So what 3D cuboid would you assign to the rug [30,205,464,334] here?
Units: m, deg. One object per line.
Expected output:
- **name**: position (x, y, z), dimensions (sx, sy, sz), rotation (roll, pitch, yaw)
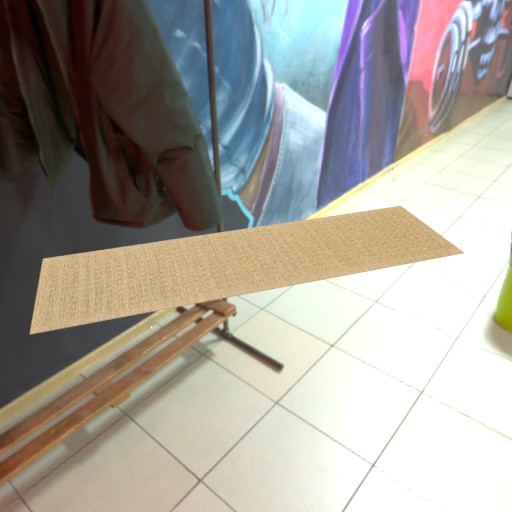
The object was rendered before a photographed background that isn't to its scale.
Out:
- **rug**: position (0.000, 0.000, 2.664), dimensions (2.437, 0.006, 0.686), rotation (-9, 33, -15)
